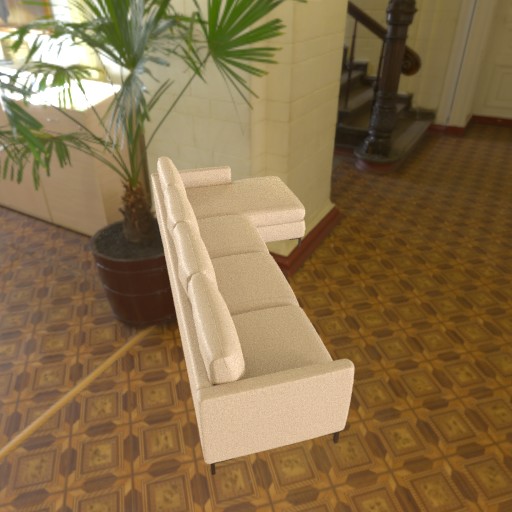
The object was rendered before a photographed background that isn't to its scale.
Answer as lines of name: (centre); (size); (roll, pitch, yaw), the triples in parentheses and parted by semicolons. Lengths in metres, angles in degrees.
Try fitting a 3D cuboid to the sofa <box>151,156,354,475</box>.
sofa: (0.000, 0.000, 3.205); (1.258, 0.755, 2.731); (-8, 33, -13)
